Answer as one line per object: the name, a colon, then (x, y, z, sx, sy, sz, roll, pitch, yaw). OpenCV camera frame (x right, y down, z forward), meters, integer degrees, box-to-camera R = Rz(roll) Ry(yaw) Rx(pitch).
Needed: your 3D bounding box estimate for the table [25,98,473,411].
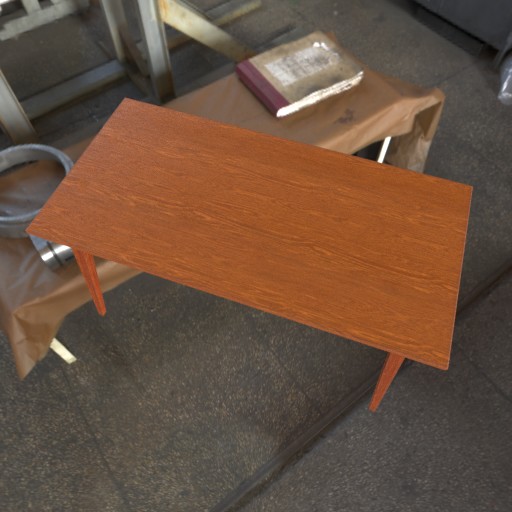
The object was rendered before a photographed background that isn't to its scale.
table: (0.000, 0.000, 2.092, 1.609, 0.755, 0.811, 17, 61, 10)
